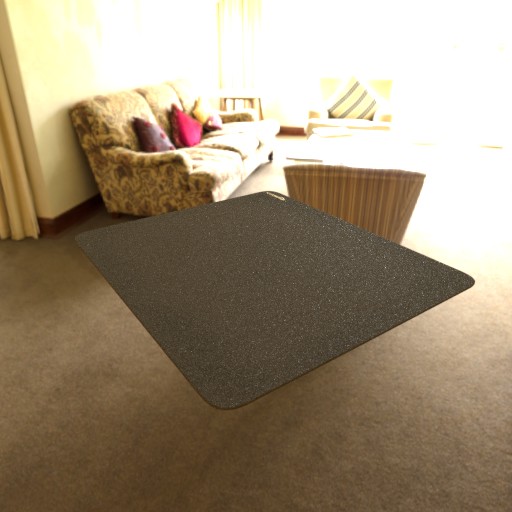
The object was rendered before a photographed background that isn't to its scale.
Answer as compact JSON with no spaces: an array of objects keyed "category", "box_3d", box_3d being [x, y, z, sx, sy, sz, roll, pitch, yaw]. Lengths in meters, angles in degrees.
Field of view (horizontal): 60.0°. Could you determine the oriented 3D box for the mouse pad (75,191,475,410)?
[{"category":"mouse pad","box_3d":[0.000,0.000,0.630,0.393,0.002,0.451,-18,32,-31]}]
